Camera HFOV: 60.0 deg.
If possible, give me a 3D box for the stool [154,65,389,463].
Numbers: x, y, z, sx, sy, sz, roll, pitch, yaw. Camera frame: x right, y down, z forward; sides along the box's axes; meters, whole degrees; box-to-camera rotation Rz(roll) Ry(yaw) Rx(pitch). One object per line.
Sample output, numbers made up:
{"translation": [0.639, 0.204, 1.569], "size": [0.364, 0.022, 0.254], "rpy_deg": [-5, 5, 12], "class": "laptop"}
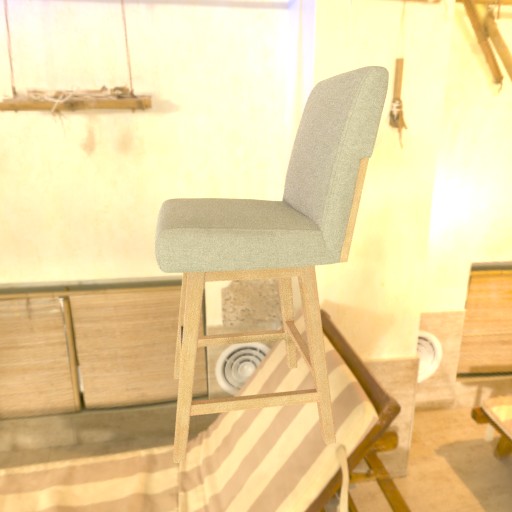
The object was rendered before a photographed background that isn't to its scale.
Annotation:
{"translation": [0.000, 0.000, 1.401], "size": [0.606, 1.085, 0.507], "rpy_deg": [-3, 16, -10], "class": "stool"}
